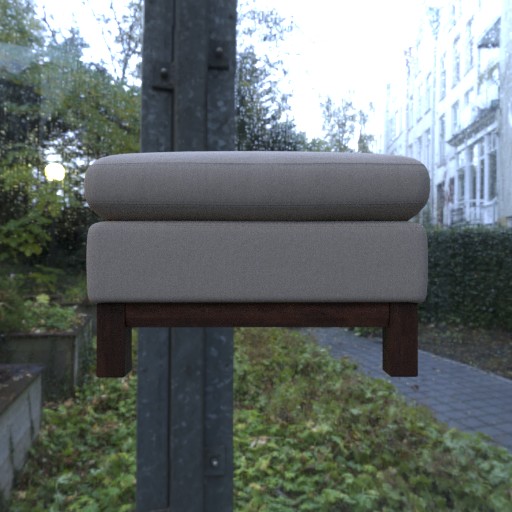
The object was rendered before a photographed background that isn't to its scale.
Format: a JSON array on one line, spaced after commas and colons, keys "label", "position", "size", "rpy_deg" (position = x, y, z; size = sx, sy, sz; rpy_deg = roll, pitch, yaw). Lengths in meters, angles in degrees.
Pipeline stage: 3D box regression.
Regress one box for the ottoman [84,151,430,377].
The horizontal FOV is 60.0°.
[{"label": "ottoman", "position": [0.000, 0.000, 1.110], "size": [0.606, 0.420, 0.771], "rpy_deg": [0, -1, 0]}]
